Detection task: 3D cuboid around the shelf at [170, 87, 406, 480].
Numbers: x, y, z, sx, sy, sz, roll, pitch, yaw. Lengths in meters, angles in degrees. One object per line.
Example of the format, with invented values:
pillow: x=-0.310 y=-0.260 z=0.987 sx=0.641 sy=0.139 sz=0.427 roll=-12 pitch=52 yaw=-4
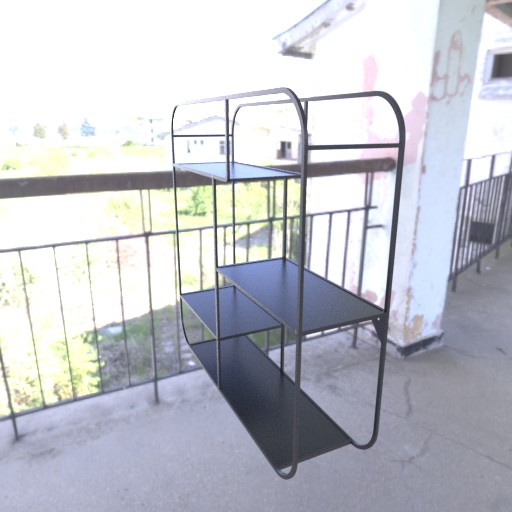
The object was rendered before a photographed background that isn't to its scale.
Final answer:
shelf: x=0.000 y=0.000 z=0.892 sx=0.160 sy=0.600 sz=0.600 roll=-8 pitch=18 yaw=-25
